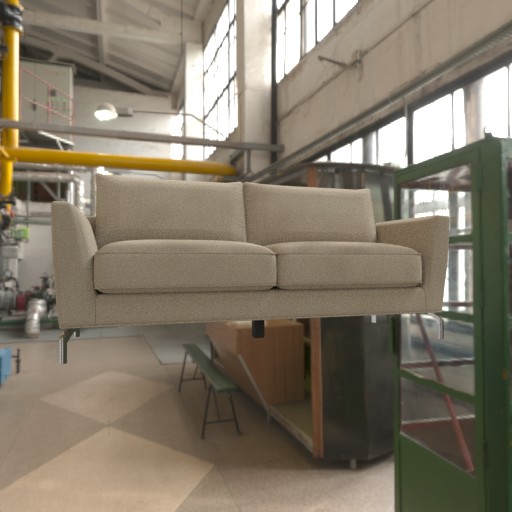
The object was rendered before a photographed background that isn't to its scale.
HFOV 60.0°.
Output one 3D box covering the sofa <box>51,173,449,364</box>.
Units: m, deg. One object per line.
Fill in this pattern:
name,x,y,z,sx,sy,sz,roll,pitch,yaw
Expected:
sofa,0.000,0.000,2.731,2.214,1.005,0.868,0,0,-17
